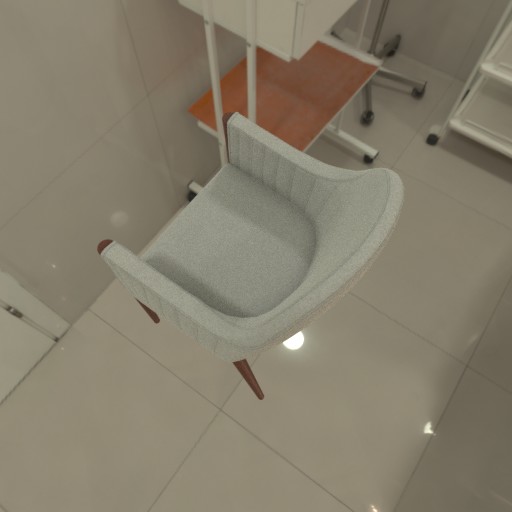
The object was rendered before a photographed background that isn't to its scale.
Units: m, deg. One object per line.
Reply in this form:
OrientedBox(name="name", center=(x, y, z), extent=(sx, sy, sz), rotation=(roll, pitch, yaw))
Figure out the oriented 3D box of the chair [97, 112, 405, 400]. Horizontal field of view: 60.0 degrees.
OrientedBox(name="chair", center=(0.000, 0.000, 1.322), extent=(0.620, 0.889, 0.610), rotation=(32, 68, 15))
